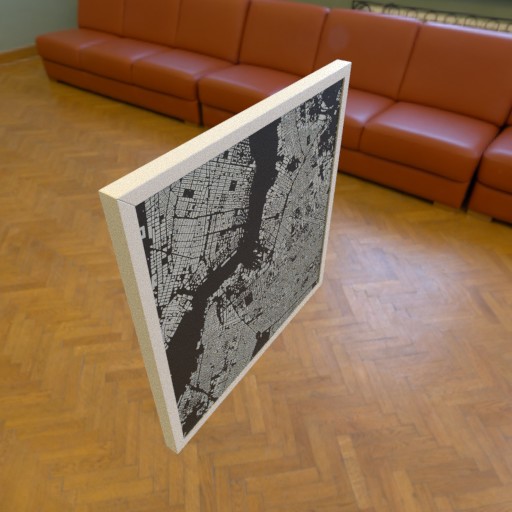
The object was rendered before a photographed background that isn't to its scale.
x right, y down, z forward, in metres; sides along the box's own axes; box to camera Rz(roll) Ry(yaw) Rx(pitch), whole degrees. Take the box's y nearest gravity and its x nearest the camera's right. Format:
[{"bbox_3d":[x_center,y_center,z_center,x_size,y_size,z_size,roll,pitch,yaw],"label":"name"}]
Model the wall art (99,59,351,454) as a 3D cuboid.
[{"bbox_3d":[0.000,0.000,1.123,0.050,0.762,0.761,24,46,26],"label":"wall art"}]
